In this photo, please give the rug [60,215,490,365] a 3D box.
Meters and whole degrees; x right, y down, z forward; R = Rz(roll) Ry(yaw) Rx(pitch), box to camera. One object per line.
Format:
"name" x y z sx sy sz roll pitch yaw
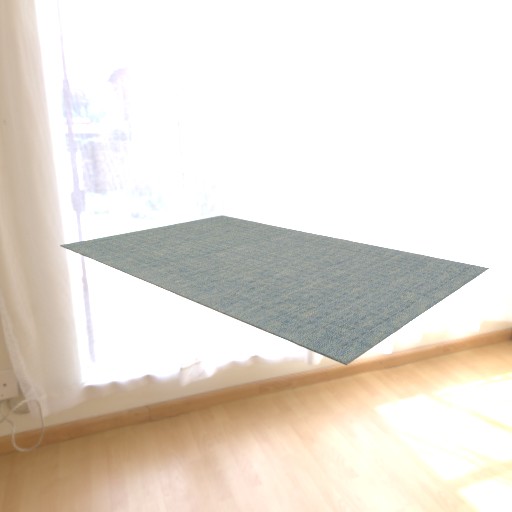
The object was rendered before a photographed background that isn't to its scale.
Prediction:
"rug" 0.000 0.000 2.137 1.752 0.006 1.142 15 22 42
